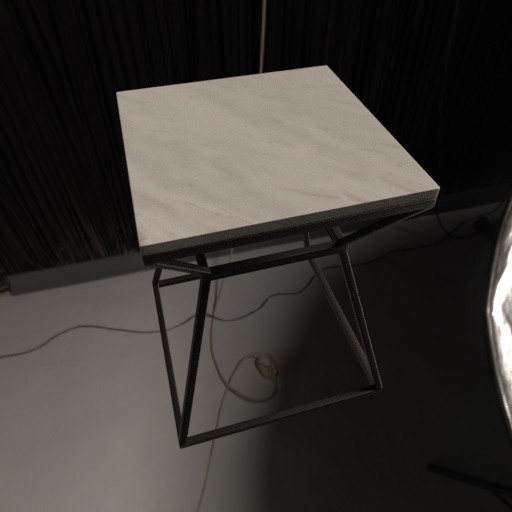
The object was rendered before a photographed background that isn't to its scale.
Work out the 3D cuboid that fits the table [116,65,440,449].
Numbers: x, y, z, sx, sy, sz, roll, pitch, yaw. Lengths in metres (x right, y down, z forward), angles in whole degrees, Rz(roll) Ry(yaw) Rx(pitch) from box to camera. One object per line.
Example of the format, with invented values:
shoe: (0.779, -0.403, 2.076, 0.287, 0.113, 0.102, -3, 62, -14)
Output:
table: (0.000, 0.000, 0.899, 0.455, 0.559, 0.455, -12, 48, -11)
